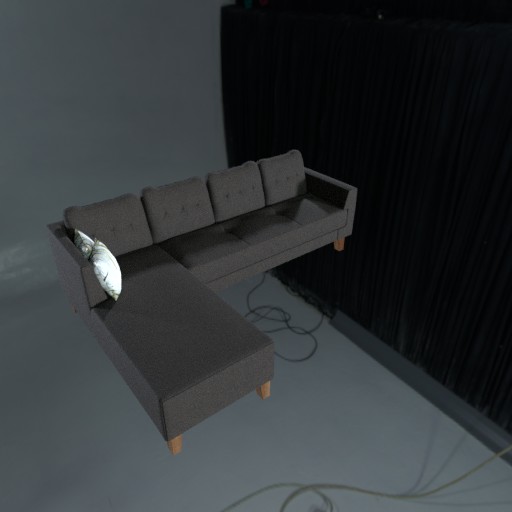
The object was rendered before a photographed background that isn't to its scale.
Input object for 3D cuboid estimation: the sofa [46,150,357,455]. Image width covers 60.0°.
[{"bbox_3d":[0.000,0.000,3.616,2.679,0.932,1.829,-22,37,-32],"label":"sofa"}]
